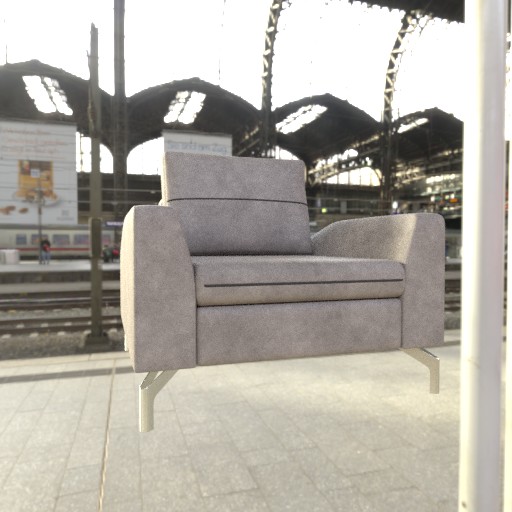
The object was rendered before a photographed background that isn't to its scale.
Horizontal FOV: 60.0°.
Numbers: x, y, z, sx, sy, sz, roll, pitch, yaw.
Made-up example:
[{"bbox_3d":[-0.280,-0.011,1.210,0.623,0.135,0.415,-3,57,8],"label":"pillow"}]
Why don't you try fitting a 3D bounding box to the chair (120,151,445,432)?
[{"bbox_3d":[0.000,0.000,1.572,0.900,0.800,0.900,0,1,-19],"label":"chair"}]
